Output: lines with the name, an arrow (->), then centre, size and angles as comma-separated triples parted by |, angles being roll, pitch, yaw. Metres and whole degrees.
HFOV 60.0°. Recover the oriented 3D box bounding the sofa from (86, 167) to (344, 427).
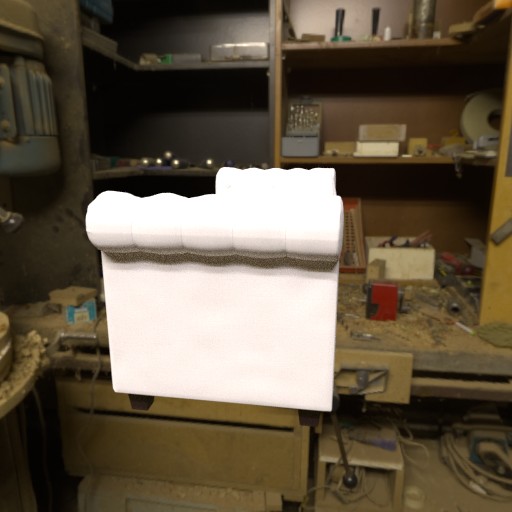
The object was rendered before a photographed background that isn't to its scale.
sofa -> 0.000, 0.000, 2.190 | 0.771, 0.796, 1.798 | 2, 14, 9
